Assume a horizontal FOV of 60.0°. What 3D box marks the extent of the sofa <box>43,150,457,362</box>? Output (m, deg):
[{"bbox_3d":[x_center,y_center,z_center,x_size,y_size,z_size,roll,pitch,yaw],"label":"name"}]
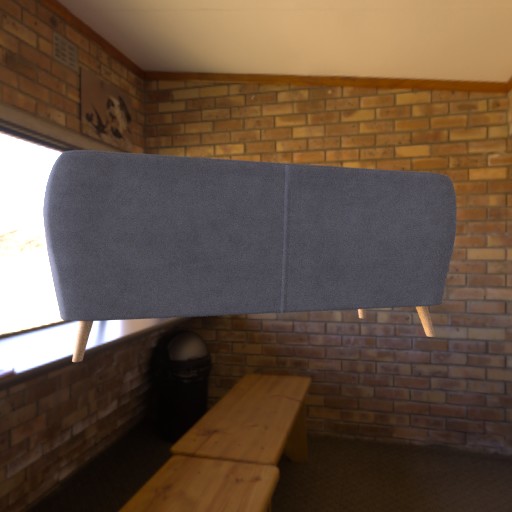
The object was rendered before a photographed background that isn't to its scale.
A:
[{"bbox_3d":[0.000,0.000,2.329,1.970,0.830,0.830,0,1,-18],"label":"sofa"}]
